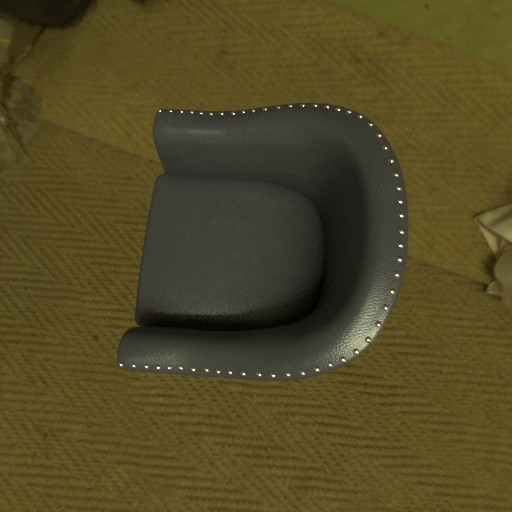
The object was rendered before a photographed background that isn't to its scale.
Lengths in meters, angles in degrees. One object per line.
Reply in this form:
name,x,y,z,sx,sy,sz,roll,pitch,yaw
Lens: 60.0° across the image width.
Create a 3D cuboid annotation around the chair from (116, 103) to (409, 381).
chair,0.000,0.000,1.470,0.748,0.823,0.794,4,75,1
